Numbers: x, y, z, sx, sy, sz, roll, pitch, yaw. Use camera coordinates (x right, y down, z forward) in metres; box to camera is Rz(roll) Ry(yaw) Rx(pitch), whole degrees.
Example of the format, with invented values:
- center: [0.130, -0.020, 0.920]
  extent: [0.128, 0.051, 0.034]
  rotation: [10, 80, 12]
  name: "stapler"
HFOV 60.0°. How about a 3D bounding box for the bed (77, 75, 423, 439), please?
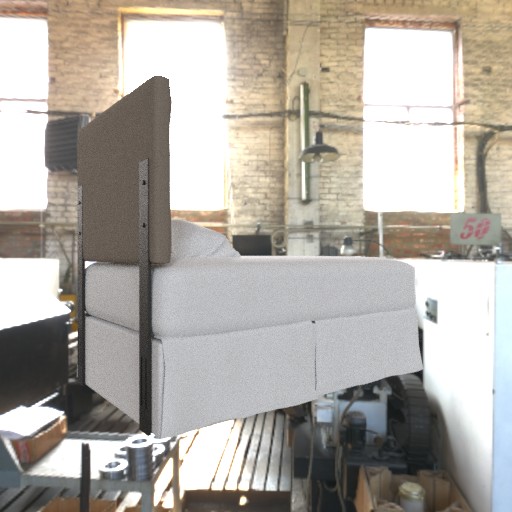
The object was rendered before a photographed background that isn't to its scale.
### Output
- center: [0.000, 0.000, 2.934]
  extent: [1.997, 1.571, 1.261]
  rotation: [0, 0, -38]
  name: "bed"
